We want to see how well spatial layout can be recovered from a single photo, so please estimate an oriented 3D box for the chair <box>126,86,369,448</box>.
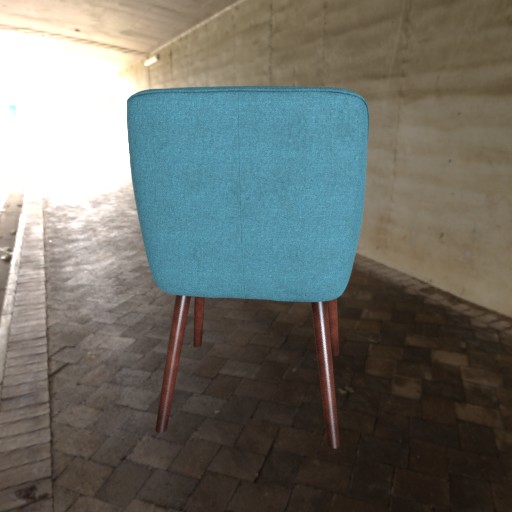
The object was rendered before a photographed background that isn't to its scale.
[{"bbox_3d":[0.000,0.000,1.165,0.543,0.803,0.519,2,17,7],"label":"chair"}]
